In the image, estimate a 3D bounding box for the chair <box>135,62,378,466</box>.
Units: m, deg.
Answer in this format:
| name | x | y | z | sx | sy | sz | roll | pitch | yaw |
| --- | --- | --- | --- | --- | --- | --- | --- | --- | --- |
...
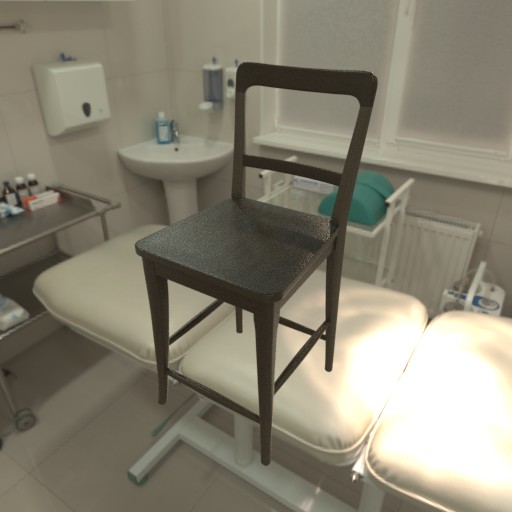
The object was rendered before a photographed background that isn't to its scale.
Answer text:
| name | x | y | z | sx | sy | sz | roll | pitch | yaw |
| --- | --- | --- | --- | --- | --- | --- | --- | --- | --- |
| chair | 0.000 | 0.000 | 1.307 | 0.450 | 0.991 | 0.546 | 18 | 34 | 28 |
